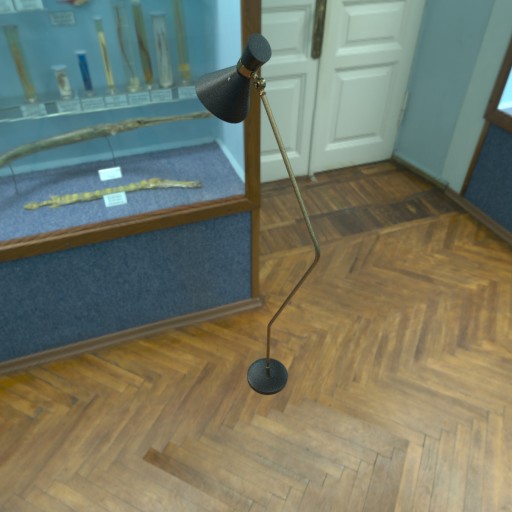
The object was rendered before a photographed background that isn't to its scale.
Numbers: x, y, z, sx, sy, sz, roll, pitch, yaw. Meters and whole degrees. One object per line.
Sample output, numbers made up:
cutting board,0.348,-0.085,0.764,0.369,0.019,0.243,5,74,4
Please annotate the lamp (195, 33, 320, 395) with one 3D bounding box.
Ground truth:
lamp,0.000,0.000,1.584,0.277,1.438,0.467,-12,42,-13
